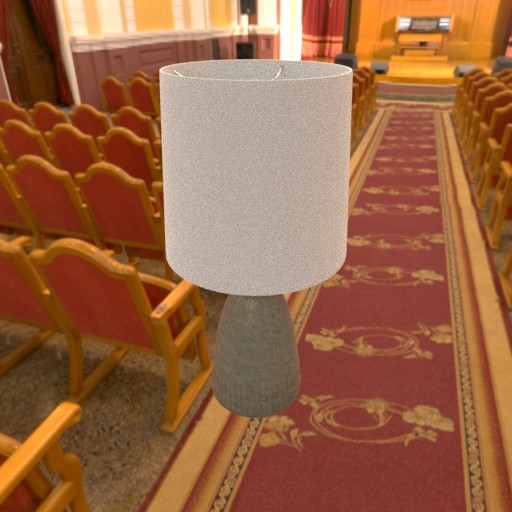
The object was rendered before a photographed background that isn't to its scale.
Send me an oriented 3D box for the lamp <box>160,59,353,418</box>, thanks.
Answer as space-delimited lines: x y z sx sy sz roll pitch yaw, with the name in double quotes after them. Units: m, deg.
0.000 0.000 0.471 0.186 0.369 0.186 0 29 0 "lamp"
